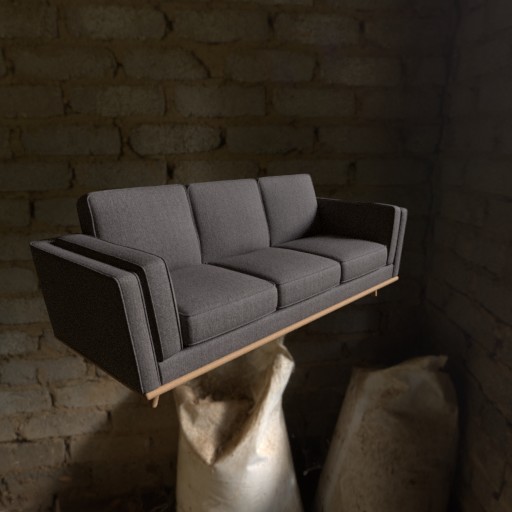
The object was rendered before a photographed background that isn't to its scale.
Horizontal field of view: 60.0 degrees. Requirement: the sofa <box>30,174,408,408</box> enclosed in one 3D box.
[{"bbox_3d":[0.000,0.000,2.753,0.903,0.899,2.362,13,20,41],"label":"sofa"}]
